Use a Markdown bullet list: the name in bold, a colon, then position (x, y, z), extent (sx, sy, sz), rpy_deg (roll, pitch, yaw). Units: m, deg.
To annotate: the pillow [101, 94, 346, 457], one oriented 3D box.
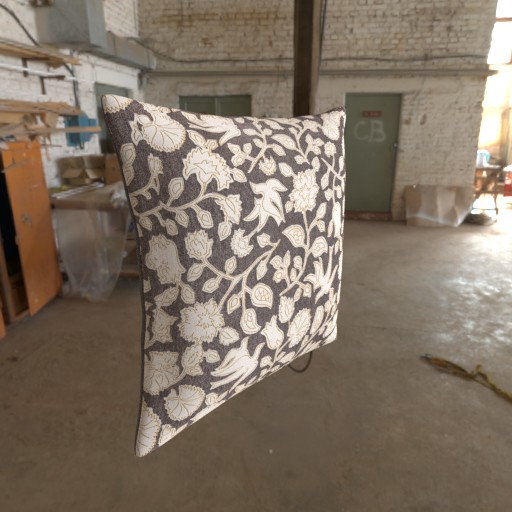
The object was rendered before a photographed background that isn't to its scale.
- **pillow**: position (0.000, 0.000, 0.768), extent (0.166, 0.507, 0.526), rpy_deg (15, 22, 41)
